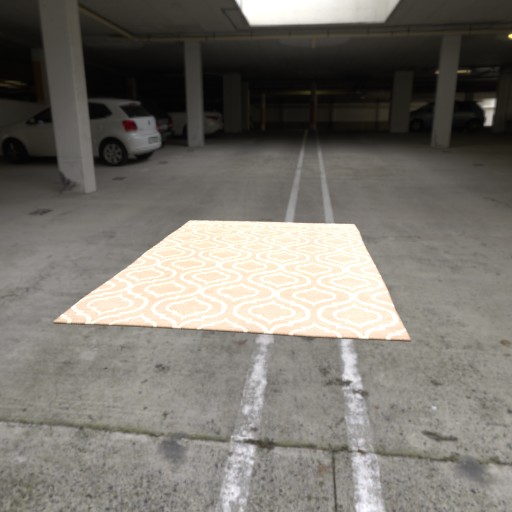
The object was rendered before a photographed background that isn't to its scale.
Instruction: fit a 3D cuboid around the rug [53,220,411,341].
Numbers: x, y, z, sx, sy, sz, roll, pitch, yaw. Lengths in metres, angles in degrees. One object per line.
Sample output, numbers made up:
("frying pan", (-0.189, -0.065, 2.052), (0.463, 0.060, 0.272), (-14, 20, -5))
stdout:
("rug", (0.000, 0.000, 2.224), (1.152, 0.013, 1.761), (2, 16, 6))
